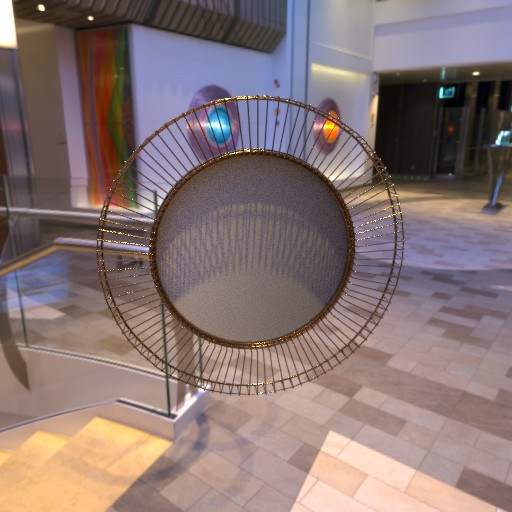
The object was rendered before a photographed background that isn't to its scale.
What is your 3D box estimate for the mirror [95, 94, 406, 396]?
[{"bbox_3d":[0.000,0.000,1.030,0.703,0.703,0.067,-2,16,-8],"label":"mirror"}]
